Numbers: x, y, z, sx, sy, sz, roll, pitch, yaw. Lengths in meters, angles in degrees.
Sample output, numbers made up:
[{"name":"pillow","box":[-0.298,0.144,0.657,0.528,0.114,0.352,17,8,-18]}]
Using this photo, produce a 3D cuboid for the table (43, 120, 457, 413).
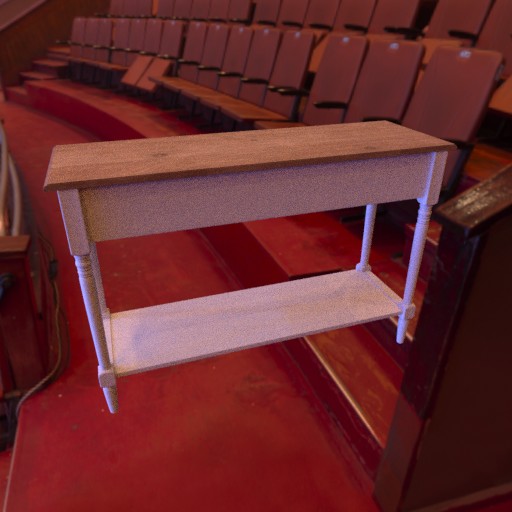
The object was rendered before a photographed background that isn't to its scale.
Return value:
[{"name":"table","box":[0.000,0.000,1.589,1.219,0.800,0.399,-9,29,-16]}]
